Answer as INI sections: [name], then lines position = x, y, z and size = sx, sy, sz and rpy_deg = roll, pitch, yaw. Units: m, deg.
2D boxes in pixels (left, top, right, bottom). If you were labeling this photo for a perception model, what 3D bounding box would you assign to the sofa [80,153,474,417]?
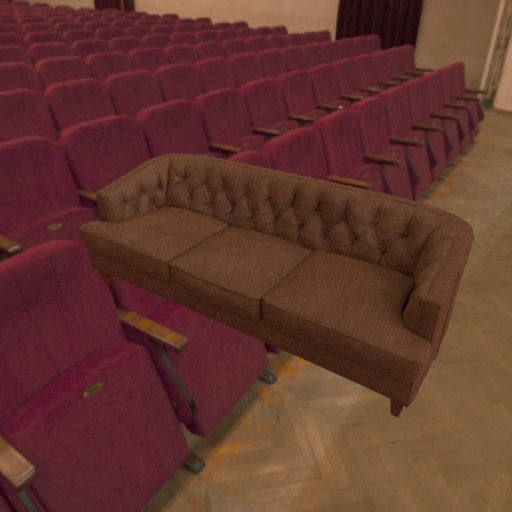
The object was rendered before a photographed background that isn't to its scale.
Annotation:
[sofa]
position = 0.000, 0.000, 2.674
size = 2.227, 0.787, 0.927
rpy_deg = 18, 34, 29
